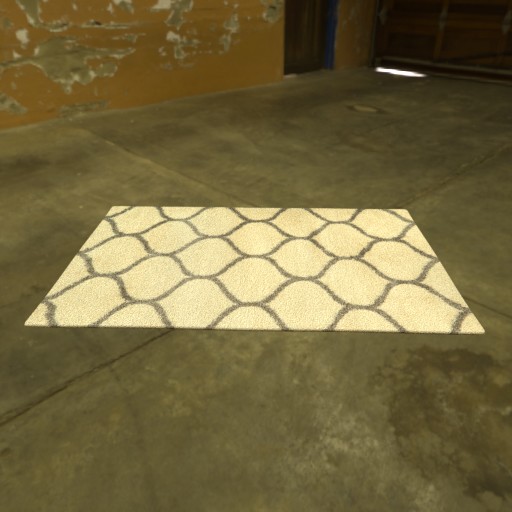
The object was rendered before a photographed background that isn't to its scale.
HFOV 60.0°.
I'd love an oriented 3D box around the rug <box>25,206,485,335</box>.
[{"bbox_3d":[0.000,0.000,2.895,2.348,0.024,1.501,1,30,1],"label":"rug"}]
